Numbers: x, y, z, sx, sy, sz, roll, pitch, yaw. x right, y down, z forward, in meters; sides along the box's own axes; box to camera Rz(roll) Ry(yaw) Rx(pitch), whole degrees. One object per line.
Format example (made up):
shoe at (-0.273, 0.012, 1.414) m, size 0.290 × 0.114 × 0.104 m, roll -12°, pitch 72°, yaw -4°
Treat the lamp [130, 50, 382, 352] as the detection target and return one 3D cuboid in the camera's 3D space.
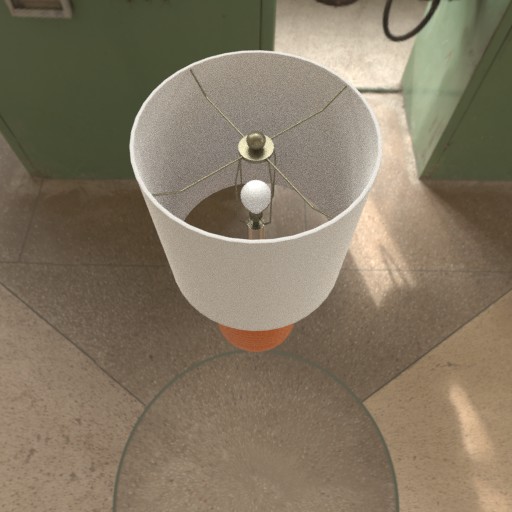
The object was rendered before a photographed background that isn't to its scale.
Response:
lamp at (0.000, 0.000, 1.122) m, size 0.418 × 0.871 × 0.418 m, roll 2°, pitch 62°, yaw 1°
